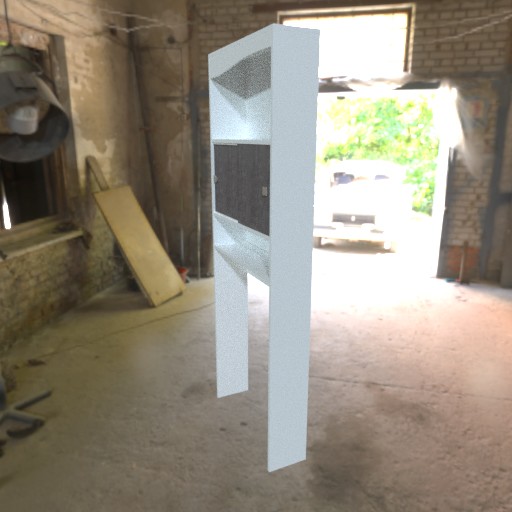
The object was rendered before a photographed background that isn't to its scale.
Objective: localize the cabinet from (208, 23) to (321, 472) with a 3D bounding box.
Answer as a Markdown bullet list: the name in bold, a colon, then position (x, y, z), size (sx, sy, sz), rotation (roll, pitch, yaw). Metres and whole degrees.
- **cabinet**: position (0.000, 0.000, 2.013), size (0.192, 1.770, 0.643), rotation (-7, 17, -24)
